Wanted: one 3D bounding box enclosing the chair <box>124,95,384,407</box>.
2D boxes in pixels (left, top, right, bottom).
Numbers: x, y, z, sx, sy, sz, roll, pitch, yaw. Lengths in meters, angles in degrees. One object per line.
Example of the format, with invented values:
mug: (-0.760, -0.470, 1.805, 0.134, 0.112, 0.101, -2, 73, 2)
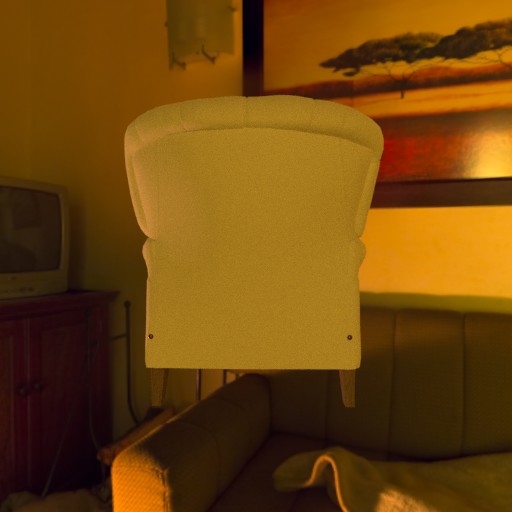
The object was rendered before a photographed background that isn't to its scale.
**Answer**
chair: (0.000, 0.000, 2.064, 1.035, 1.169, 1.132, 0, 0, 1)
